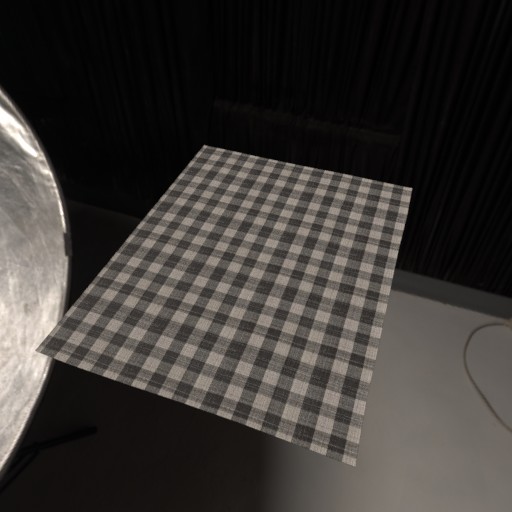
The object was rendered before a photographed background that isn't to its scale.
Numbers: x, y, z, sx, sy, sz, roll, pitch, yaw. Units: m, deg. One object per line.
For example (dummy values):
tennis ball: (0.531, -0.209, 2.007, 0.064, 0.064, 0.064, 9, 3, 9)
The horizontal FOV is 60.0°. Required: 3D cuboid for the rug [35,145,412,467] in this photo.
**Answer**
rug: (0.000, 0.000, 4.019, 2.432, 0.013, 3.021, 15, 48, 14)
